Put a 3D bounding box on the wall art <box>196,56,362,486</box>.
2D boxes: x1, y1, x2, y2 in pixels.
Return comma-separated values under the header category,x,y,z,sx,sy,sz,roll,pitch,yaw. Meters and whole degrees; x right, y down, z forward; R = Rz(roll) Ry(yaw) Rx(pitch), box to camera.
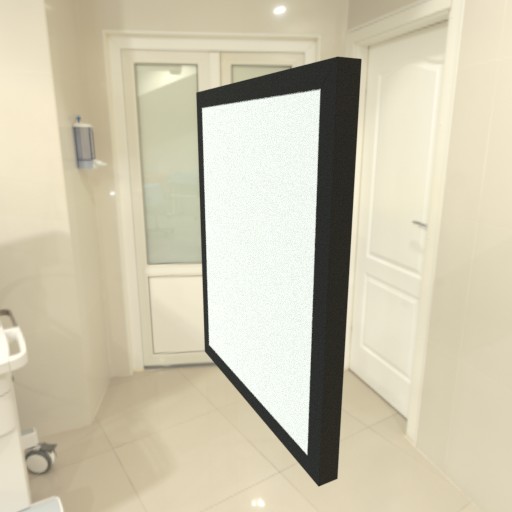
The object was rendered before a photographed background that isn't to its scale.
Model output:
category,x,y,z,sx,sy,sz,roll,pitch,yaw
wall art,0.000,0.000,0.545,0.024,0.404,0.329,-8,17,-26
